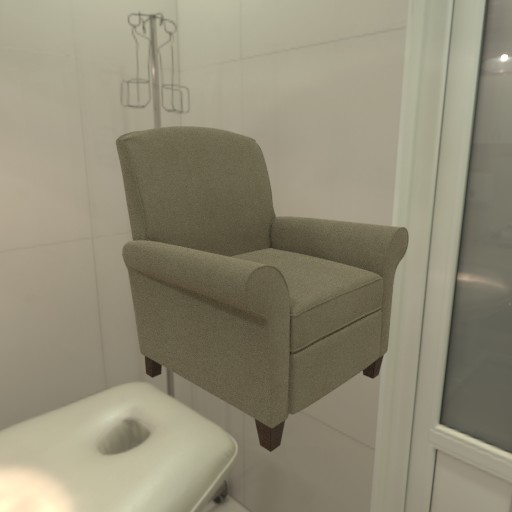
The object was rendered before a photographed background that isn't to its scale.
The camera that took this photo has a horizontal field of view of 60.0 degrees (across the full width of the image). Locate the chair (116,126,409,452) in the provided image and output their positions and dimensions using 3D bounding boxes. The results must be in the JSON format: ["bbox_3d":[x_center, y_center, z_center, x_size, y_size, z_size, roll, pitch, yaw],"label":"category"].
[{"bbox_3d":[0.000,0.000,1.850,0.905,1.061,0.978,13,19,43],"label":"chair"}]
